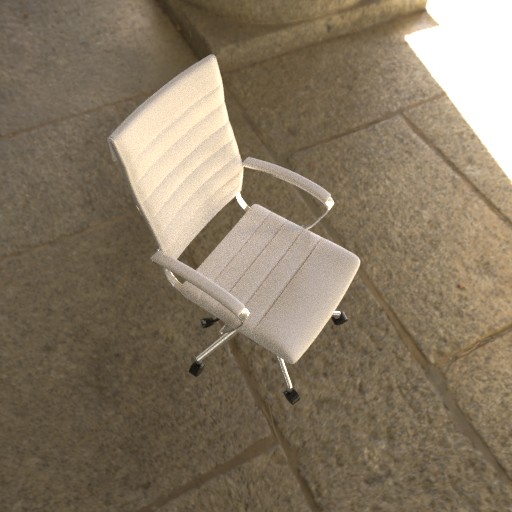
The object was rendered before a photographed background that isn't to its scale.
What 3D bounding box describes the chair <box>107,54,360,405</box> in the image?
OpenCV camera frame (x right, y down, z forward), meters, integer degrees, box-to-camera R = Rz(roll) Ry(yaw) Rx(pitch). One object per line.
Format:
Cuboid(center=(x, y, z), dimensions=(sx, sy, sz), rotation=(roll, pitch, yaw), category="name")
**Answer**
Cuboid(center=(0.000, 0.000, 1.626), dimensions=(0.739, 1.149, 0.766), rotation=(30, 63, 17), category="chair")
